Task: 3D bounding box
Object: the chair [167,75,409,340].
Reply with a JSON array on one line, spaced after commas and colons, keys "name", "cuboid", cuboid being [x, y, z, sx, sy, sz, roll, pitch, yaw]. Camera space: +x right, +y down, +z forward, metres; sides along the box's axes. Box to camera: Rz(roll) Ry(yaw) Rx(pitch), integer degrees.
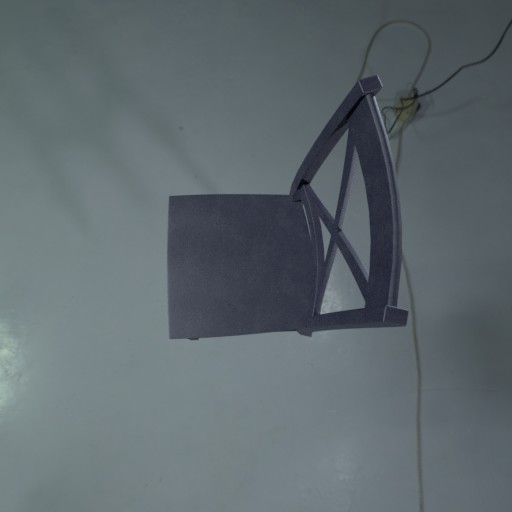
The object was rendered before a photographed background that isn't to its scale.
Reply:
[{"name": "chair", "cuboid": [0.000, 0.000, 1.287, 0.542, 0.983, 0.485, -2, 78, -1]}]
